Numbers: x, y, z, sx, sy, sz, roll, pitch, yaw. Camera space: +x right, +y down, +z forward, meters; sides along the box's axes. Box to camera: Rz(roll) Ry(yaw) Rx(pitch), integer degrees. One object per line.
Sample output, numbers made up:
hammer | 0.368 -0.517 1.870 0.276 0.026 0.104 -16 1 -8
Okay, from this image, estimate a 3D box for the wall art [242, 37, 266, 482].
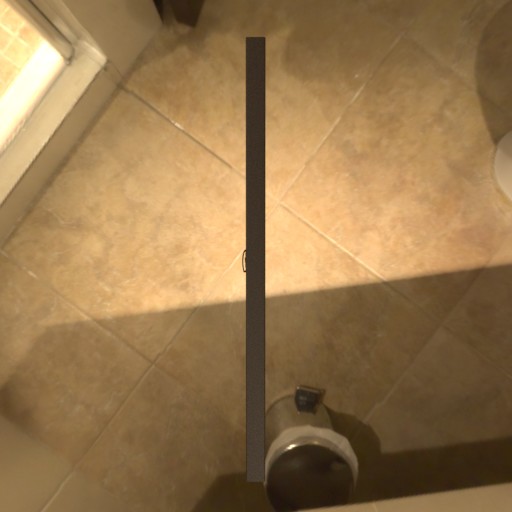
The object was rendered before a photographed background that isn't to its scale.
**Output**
wall art | 0.000 0.000 1.203 0.043 0.807 0.805 0 92 1
